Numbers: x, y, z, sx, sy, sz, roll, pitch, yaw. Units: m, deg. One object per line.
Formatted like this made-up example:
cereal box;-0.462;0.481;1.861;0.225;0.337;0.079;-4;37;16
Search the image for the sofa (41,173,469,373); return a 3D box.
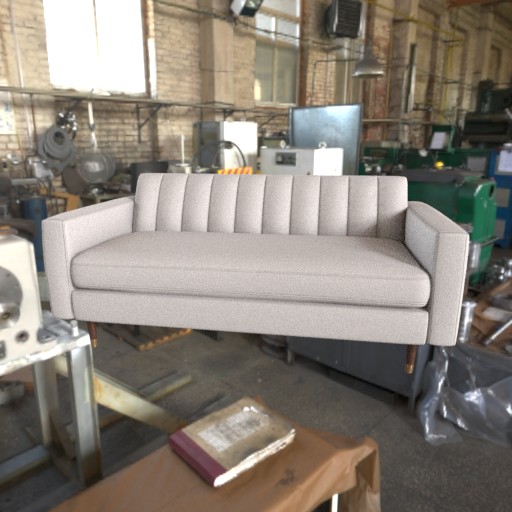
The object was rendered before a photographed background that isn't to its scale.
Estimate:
sofa;0.000;0.000;2.385;1.895;0.814;0.969;2;15;9
